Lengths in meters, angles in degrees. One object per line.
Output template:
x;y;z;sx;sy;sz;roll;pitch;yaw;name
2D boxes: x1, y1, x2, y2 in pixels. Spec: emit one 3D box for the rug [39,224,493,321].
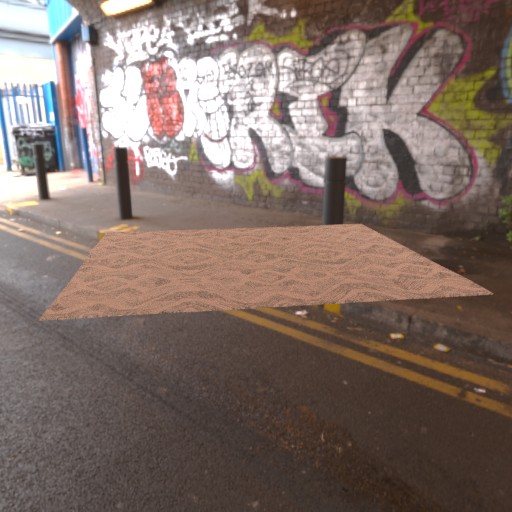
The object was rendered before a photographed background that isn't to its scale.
0.000;0.000;4.074;3.054;0.030;2.430;-2;16;-8;rug
